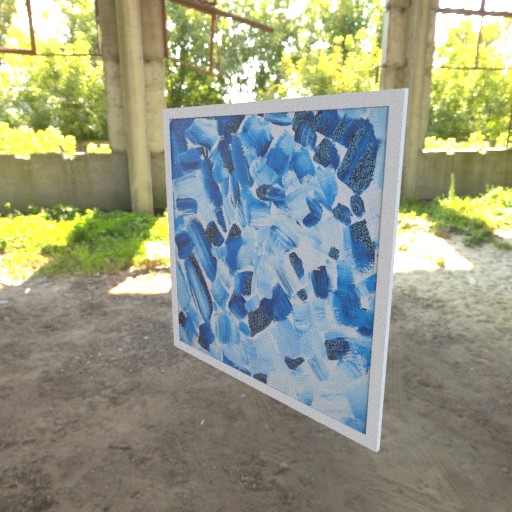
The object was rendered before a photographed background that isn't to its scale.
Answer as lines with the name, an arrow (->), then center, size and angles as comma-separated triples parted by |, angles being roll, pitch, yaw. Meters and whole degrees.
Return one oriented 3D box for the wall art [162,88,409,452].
wall art -> 0.000, 0.000, 1.229 | 0.812, 0.812, 0.015 | 14, 20, 43
